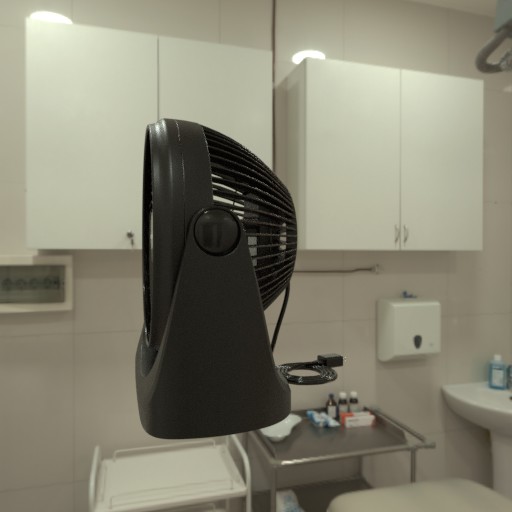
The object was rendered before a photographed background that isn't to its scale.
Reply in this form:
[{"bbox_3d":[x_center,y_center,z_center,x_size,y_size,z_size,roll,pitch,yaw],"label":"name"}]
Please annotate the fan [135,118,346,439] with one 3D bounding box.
[{"bbox_3d":[0.000,0.000,0.490,0.256,0.277,0.273,0,1,-17],"label":"fan"}]
